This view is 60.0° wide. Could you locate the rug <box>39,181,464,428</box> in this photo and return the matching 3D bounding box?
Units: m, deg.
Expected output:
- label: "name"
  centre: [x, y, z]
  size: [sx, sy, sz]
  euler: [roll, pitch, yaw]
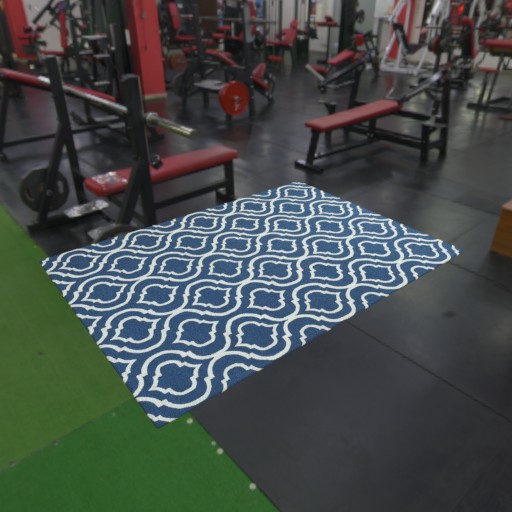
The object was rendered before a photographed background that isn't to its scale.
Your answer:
- label: "rug"
  centre: [0.000, 0.000, 2.725]
  size: [2.134, 0.010, 1.524]
  euler: [-22, 37, -32]
